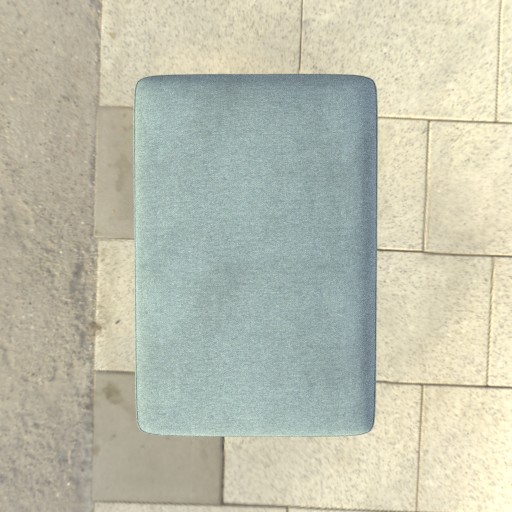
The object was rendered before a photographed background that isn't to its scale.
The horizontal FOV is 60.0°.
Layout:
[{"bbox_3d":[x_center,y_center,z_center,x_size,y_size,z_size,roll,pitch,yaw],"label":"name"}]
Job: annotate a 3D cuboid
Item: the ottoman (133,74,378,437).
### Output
[{"bbox_3d":[0.000,0.000,1.209,0.584,0.483,0.864,0,91,0],"label":"ottoman"}]
